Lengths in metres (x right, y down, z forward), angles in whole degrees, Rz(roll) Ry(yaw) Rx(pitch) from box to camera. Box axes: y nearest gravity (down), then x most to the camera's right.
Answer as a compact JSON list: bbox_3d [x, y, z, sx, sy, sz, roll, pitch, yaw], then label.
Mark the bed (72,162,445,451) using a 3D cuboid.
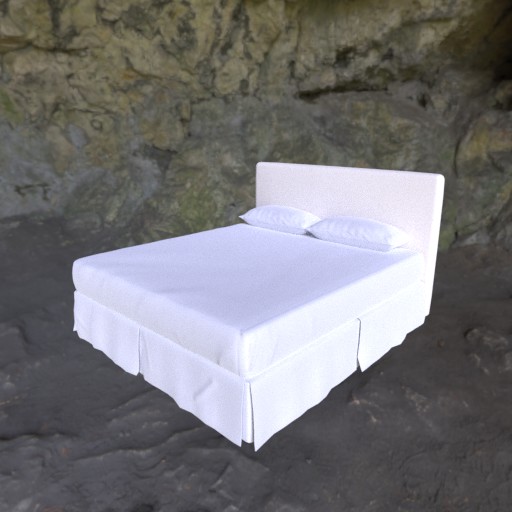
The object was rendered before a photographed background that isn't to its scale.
[{"bbox_3d":[0.000,0.000,3.641,2.119,1.317,2.341,15,22,41],"label":"bed"}]
